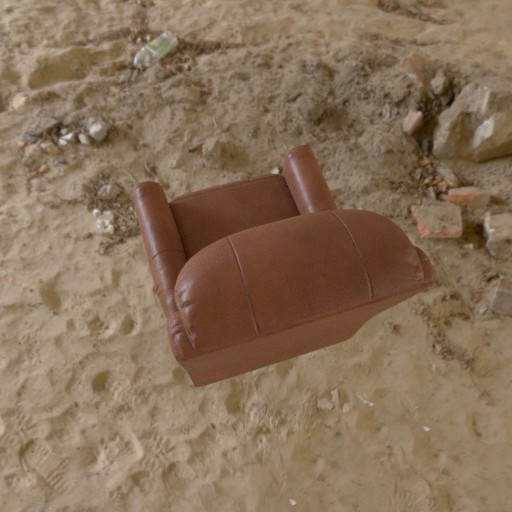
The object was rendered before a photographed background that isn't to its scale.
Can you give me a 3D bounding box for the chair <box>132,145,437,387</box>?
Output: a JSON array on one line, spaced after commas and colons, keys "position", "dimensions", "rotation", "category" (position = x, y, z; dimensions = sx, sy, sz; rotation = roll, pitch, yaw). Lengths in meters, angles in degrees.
[{"position": [0.000, 0.000, 1.780], "dimensions": [0.838, 1.054, 1.014], "rotation": [-15, 58, -10], "category": "chair"}]
